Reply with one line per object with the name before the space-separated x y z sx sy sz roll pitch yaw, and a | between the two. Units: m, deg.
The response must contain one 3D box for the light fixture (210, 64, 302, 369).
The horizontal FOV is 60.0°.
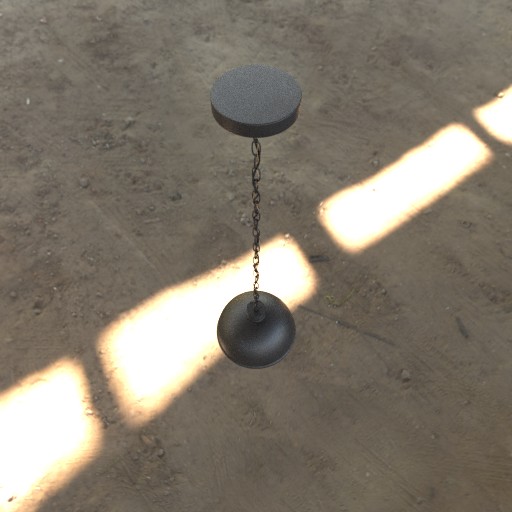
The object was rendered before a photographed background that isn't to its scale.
light fixture | 0.000 0.000 1.237 0.304 1.090 0.304 17 60 10
